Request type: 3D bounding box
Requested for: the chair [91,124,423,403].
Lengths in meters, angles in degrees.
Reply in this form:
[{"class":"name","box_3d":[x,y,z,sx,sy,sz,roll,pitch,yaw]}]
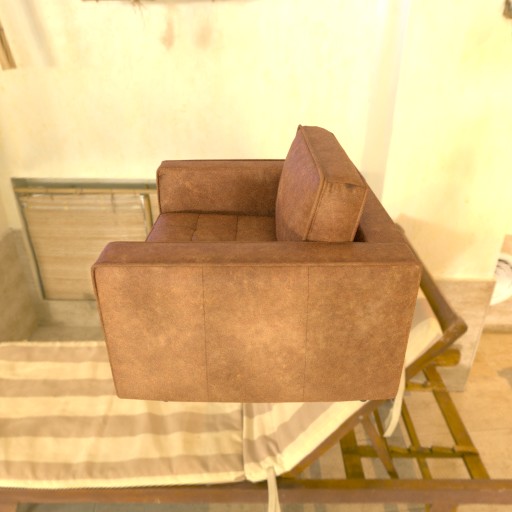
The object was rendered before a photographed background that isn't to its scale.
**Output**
[{"class":"chair","box_3d":[0.000,0.000,1.513,0.798,0.767,0.928,0,28,0]}]
